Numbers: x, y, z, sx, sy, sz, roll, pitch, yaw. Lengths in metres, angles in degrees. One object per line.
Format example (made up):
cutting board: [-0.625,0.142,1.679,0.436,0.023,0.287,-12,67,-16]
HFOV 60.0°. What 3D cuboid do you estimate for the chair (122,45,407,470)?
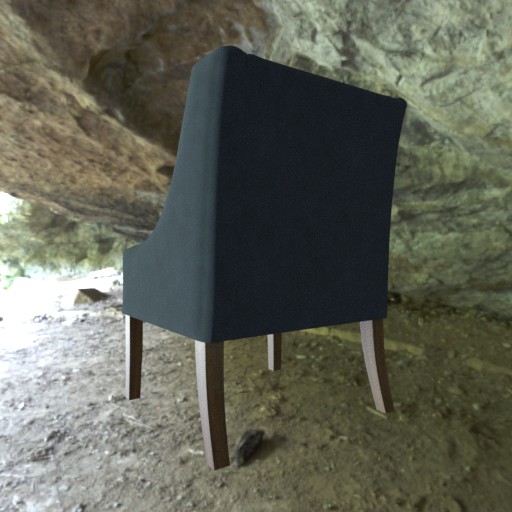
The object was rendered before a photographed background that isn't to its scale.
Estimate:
chair: [0.000,0.000,1.328,0.629,0.895,0.629,-1,1,-35]
